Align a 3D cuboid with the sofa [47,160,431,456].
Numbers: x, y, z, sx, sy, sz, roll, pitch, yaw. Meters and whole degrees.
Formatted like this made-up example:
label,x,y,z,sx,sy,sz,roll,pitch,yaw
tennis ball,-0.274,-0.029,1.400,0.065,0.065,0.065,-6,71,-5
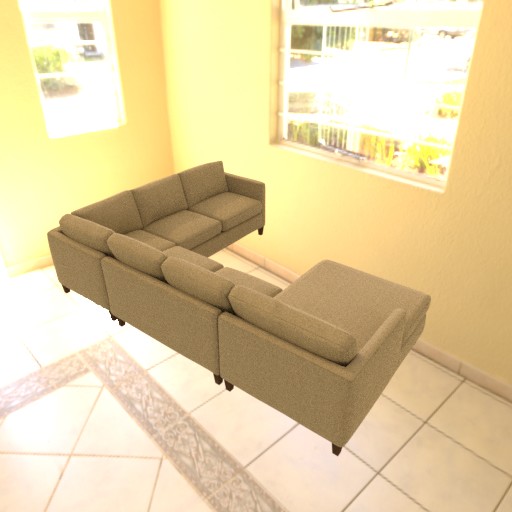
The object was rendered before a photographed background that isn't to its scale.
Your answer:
label,x,y,z,sx,sy,sz,roll,pitch,yaw
sofa,0.000,0.000,4.584,3.460,0.959,2.593,20,35,32
